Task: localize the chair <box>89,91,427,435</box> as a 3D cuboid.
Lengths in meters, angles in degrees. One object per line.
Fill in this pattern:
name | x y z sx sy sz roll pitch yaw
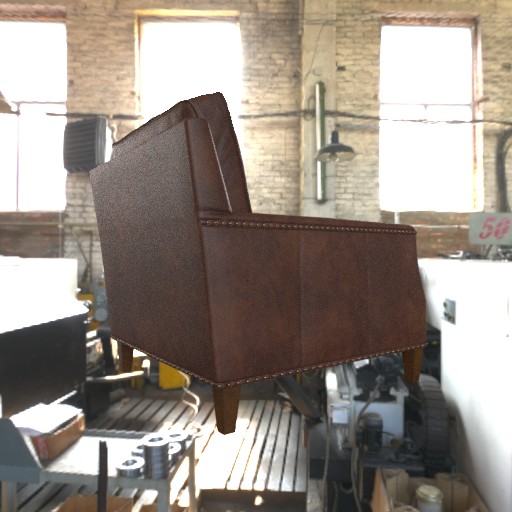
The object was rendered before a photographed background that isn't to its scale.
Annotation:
chair | 0.000 0.000 1.699 1.014 0.929 0.853 0 0 -36
